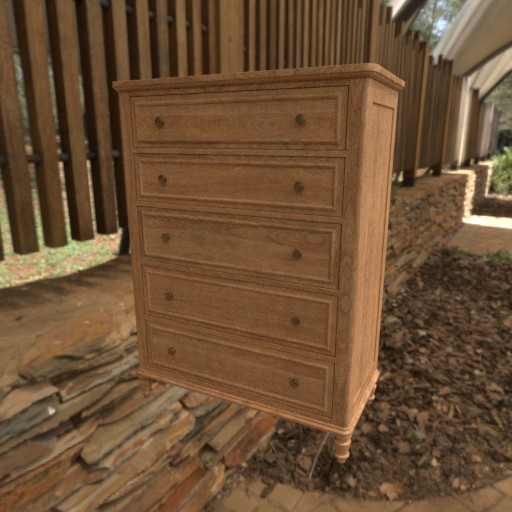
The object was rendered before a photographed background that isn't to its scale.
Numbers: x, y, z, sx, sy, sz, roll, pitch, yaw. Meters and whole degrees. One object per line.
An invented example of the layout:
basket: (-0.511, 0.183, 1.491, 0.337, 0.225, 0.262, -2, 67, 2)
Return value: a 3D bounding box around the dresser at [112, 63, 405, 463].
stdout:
dresser: (0.000, 0.000, 1.792, 0.973, 1.318, 0.484, 8, 17, 26)
